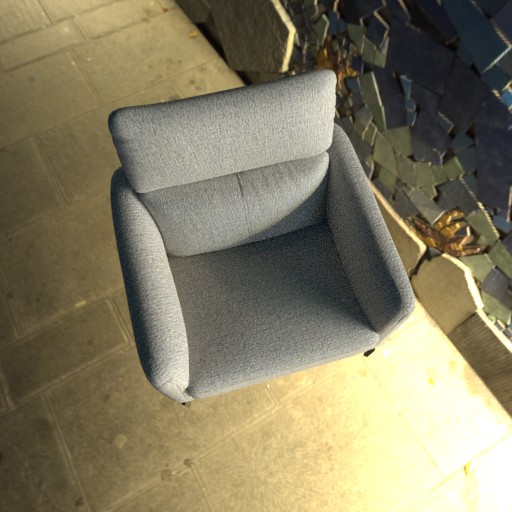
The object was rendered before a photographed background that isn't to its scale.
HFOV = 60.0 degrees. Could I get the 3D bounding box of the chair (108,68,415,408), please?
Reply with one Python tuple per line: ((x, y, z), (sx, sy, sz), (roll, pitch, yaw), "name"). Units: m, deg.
((0.000, 0.000, 1.668), (0.972, 0.967, 0.835), (-14, 65, -7), "chair")
